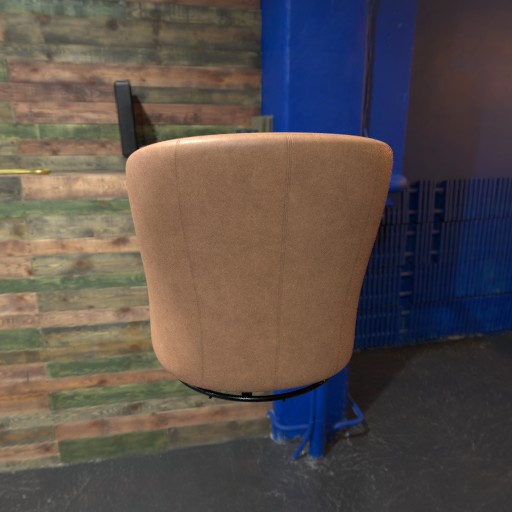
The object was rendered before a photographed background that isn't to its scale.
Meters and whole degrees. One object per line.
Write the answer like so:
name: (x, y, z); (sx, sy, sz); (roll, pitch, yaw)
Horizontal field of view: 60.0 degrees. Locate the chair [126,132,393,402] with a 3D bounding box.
chair: (0.000, 0.000, 1.454); (0.791, 0.771, 0.815); (-3, 15, -10)
